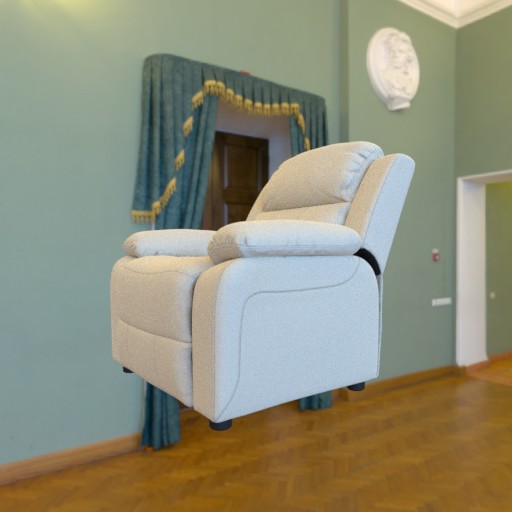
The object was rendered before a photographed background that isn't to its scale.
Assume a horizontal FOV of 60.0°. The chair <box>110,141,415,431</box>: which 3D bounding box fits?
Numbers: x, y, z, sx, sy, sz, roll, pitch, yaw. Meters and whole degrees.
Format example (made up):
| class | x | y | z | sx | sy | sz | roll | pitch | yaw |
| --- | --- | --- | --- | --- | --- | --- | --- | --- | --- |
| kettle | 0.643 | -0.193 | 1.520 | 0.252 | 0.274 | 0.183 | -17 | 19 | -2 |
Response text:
| class | x | y | z | sx | sy | sz | roll | pitch | yaw |
| --- | --- | --- | --- | --- | --- | --- | --- | --- | --- |
| chair | 0.000 | 0.000 | 1.287 | 0.709 | 0.702 | 0.680 | 0 | 1 | -36 |
